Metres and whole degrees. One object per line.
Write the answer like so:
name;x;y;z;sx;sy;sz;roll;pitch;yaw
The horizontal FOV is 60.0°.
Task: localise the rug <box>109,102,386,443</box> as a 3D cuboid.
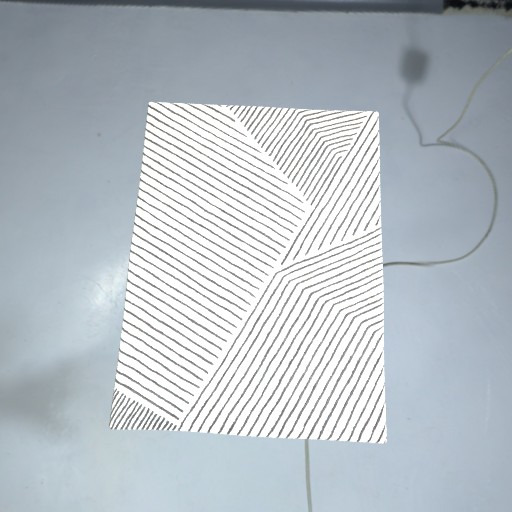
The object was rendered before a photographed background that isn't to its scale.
rug;0.000;0.000;3.214;1.829;0.028;2.449;3;76;1
